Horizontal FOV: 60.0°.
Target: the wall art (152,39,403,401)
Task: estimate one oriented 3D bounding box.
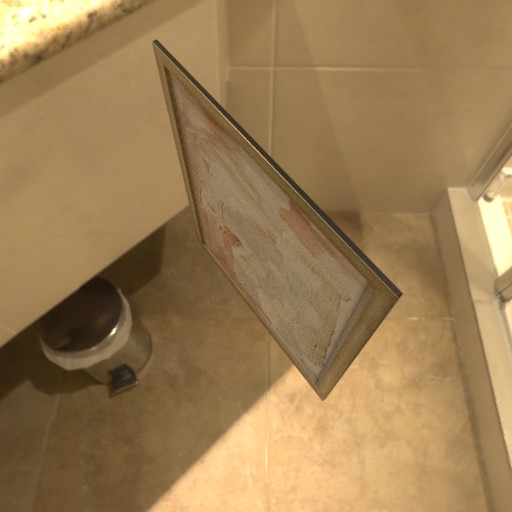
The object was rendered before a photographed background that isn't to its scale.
[{"bbox_3d":[0.000,0.000,0.777,0.009,0.559,0.483,-33,67,-16],"label":"wall art"}]
